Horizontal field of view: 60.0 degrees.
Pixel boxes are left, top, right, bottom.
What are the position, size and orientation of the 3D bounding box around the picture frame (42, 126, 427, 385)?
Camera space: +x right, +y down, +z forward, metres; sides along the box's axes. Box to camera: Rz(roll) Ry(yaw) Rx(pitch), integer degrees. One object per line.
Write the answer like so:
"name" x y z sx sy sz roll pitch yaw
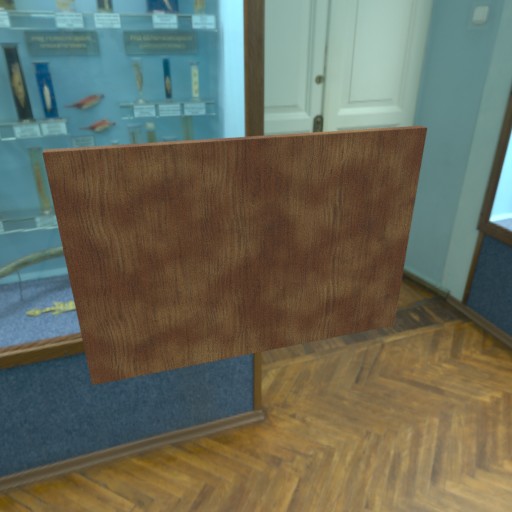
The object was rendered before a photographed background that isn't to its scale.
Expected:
"picture frame" 0.000 0.000 1.213 0.950 0.640 0.029 -8 28 -15
